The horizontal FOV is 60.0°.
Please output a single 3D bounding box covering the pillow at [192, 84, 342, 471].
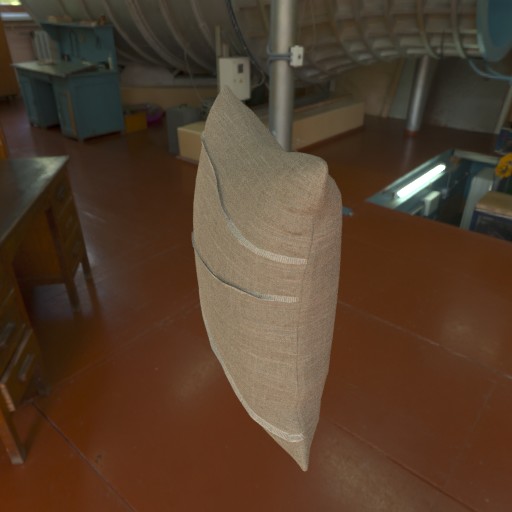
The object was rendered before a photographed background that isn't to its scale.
[{"bbox_3d":[0.000,0.000,0.630,0.169,0.400,0.424,-8,31,-13],"label":"pillow"}]
